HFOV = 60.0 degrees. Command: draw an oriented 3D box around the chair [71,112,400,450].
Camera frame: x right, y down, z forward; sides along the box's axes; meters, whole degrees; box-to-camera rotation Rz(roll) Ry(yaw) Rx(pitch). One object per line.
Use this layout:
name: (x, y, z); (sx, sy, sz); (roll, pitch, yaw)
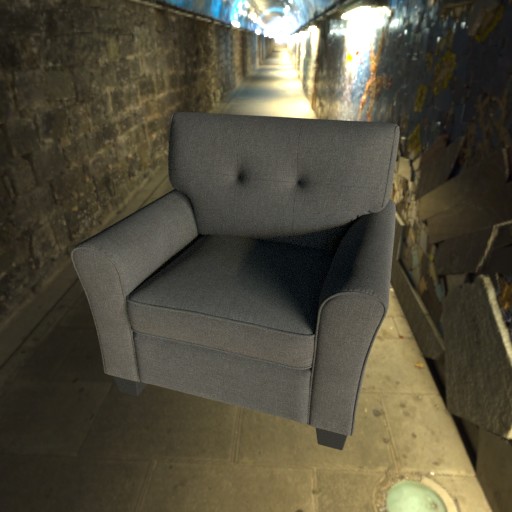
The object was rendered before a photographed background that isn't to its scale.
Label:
chair: (0.000, 0.000, 1.591); (0.941, 0.890, 0.816); (8, 27, 17)
